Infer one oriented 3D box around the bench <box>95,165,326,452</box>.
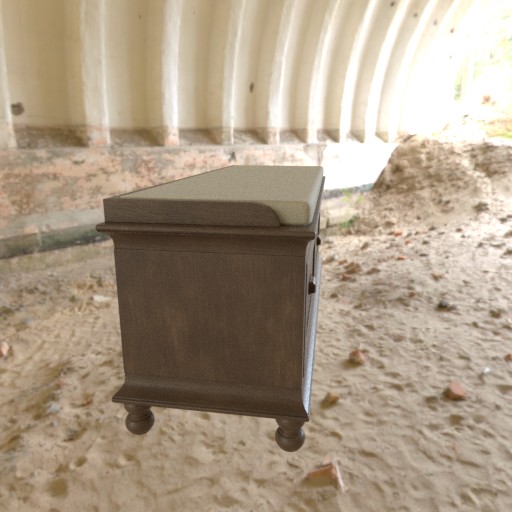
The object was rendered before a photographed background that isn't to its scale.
[{"bbox_3d":[0.000,0.000,1.398,0.402,0.501,1.185,2,15,9],"label":"bench"}]
